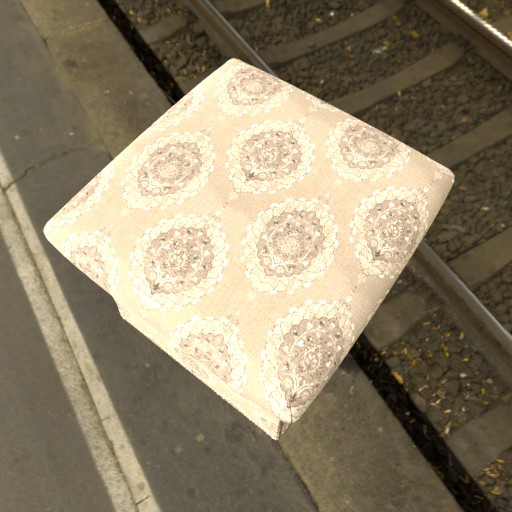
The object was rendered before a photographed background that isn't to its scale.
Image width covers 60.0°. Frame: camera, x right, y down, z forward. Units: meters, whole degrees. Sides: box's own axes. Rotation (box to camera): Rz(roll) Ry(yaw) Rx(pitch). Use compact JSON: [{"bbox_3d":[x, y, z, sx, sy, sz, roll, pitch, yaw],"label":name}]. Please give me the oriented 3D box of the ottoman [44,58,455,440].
[{"bbox_3d":[0.000,0.000,0.888,0.497,0.473,0.507,34,68,16],"label":"ottoman"}]
